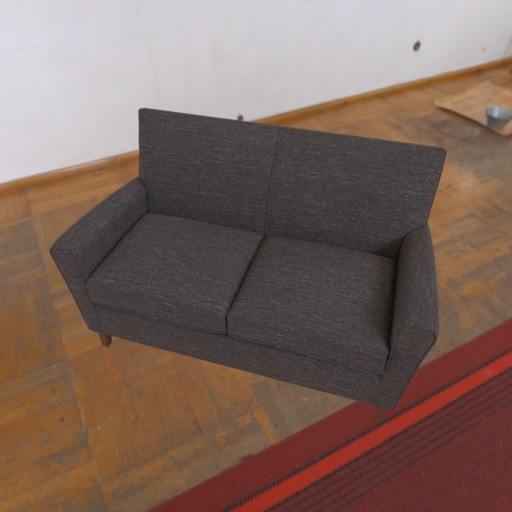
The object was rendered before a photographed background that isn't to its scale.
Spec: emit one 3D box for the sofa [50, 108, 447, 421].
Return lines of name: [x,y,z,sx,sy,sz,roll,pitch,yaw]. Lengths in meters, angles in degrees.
sofa: [0.000,0.000,2.021,1.509,0.905,0.867,11,43,13]
